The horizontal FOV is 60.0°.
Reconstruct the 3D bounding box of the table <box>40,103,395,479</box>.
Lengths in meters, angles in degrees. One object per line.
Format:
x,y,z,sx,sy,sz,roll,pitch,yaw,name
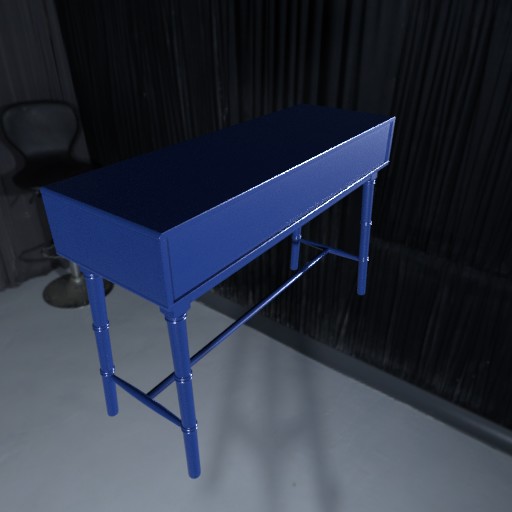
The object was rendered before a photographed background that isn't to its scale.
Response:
0.000,0.000,1.459,0.399,0.749,1.118,20,36,31,table
